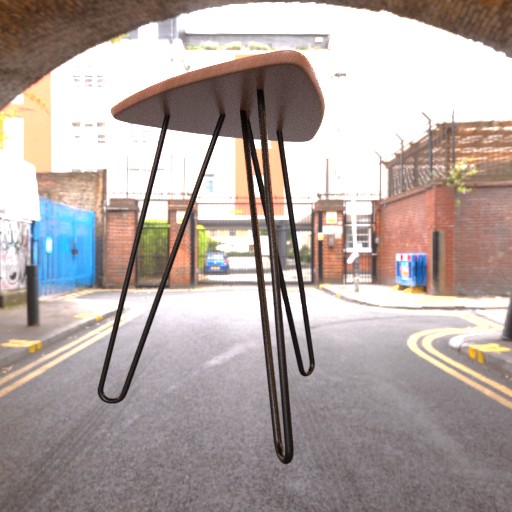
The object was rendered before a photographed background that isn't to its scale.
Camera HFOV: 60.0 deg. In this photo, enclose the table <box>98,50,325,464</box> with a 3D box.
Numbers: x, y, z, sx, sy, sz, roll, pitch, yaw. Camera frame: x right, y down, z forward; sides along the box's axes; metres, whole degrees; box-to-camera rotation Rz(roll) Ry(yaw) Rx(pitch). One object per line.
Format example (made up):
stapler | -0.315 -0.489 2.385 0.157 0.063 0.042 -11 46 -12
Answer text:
table | 0.000 0.000 0.882 0.442 0.564 0.455 0 0 38
